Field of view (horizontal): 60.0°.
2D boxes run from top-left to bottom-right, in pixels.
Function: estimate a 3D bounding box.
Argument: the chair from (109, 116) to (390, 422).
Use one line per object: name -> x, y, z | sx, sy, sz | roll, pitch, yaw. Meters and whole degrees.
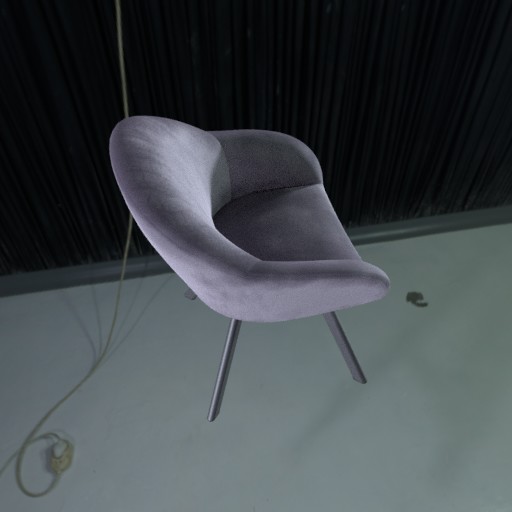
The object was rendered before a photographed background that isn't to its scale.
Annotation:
chair -> 0.000, 0.000, 1.188 | 0.590, 0.795, 0.550 | -11, 48, -10
